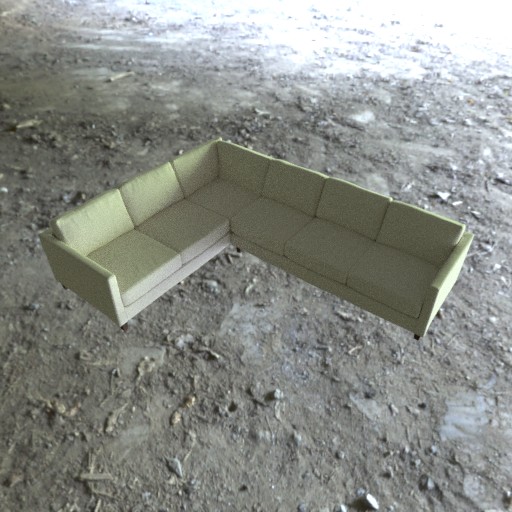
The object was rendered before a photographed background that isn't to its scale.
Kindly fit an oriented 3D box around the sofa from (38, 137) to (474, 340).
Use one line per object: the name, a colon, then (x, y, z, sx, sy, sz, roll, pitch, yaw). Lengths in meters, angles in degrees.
sofa: (0.000, 0.000, 4.187, 3.182, 0.863, 2.432, 26, 46, 28)
